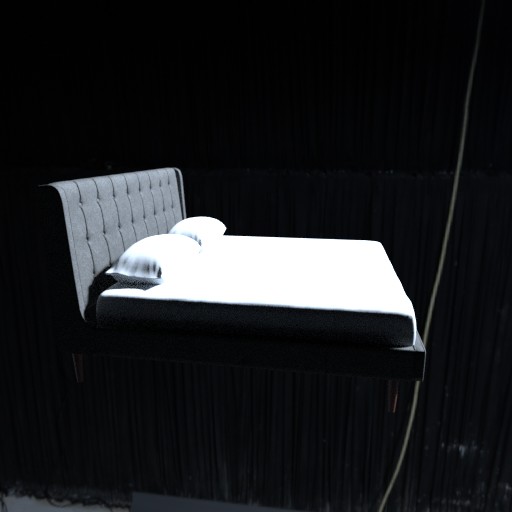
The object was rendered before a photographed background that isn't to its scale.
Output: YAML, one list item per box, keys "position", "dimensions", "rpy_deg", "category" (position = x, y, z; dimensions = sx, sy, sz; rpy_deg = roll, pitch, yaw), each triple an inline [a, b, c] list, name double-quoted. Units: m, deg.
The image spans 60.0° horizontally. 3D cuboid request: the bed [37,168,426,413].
- position: [0.000, 0.000, 2.576]
  dimensions: [1.638, 0.933, 1.531]
  rpy_deg: [2, 14, 10]
  category: "bed"
